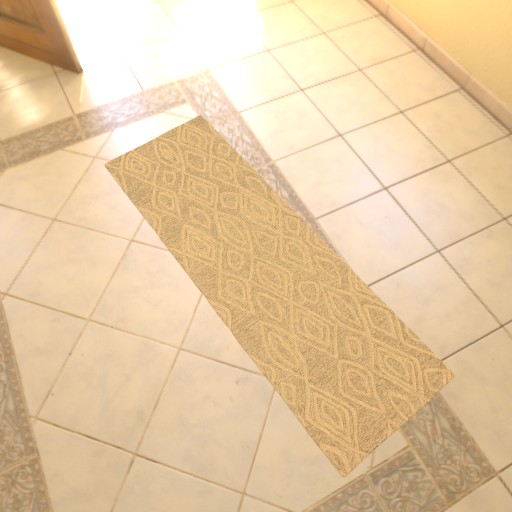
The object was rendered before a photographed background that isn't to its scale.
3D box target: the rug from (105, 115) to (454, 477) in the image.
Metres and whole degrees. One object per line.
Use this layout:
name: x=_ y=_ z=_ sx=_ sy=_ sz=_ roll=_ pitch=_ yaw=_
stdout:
rug: x=0.000 y=0.000 z=2.690 sx=0.807 sy=0.013 sz=2.436 roll=-33 pitch=65 yaw=-18
